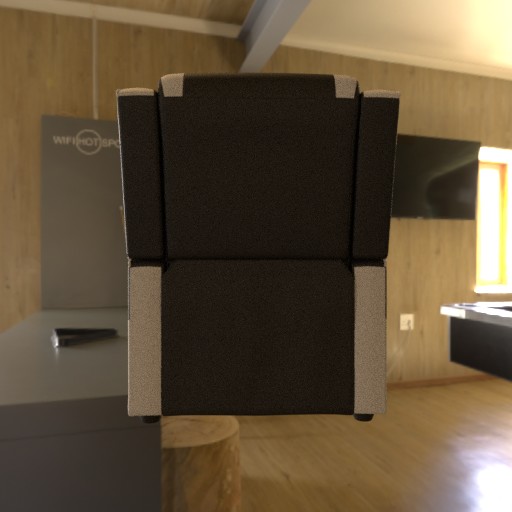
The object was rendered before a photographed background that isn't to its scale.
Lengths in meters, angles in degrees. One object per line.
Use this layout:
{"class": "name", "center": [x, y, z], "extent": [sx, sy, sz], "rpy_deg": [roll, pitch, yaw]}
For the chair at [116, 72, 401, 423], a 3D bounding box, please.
{"class": "chair", "center": [0.000, 0.000, 1.275], "extent": [0.620, 0.805, 0.672], "rpy_deg": [0, 1, -1]}
